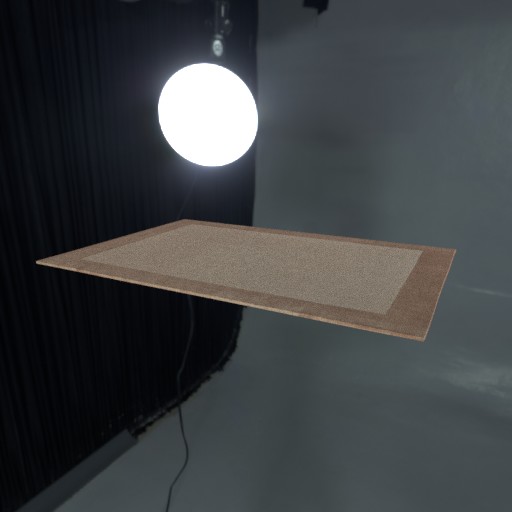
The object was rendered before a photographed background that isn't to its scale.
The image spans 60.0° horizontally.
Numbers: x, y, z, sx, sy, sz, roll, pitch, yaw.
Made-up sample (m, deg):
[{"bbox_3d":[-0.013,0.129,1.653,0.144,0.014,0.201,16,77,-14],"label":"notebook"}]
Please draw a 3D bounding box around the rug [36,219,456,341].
[{"bbox_3d":[0.000,0.000,2.311,1.829,0.014,1.219,8,18,27],"label":"rug"}]
